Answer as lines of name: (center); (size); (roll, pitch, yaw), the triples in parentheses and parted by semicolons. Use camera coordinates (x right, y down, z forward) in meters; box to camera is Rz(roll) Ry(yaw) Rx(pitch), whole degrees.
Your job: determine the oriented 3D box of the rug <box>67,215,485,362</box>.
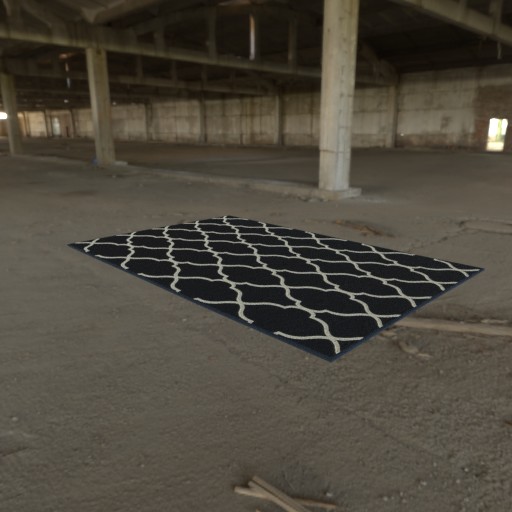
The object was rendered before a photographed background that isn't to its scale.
rug: (0.000, 0.000, 2.868); (1.526, 0.014, 2.290); (-16, 22, -42)
